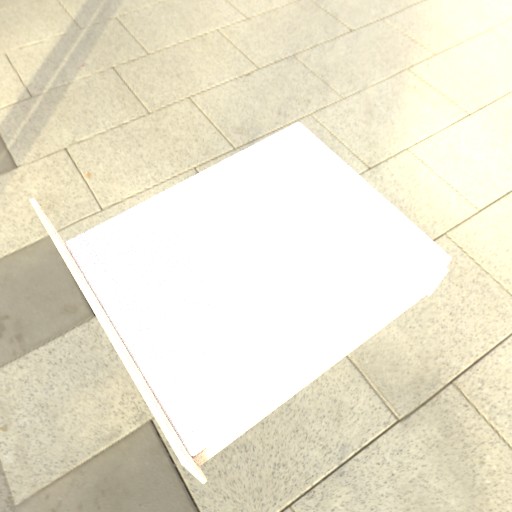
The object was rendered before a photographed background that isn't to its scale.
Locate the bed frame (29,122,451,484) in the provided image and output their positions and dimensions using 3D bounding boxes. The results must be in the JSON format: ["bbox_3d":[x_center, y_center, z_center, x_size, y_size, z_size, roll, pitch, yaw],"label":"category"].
[{"bbox_3d":[0.000,0.000,2.995,2.080,0.900,1.800,-31,63,-18],"label":"bed frame"}]
